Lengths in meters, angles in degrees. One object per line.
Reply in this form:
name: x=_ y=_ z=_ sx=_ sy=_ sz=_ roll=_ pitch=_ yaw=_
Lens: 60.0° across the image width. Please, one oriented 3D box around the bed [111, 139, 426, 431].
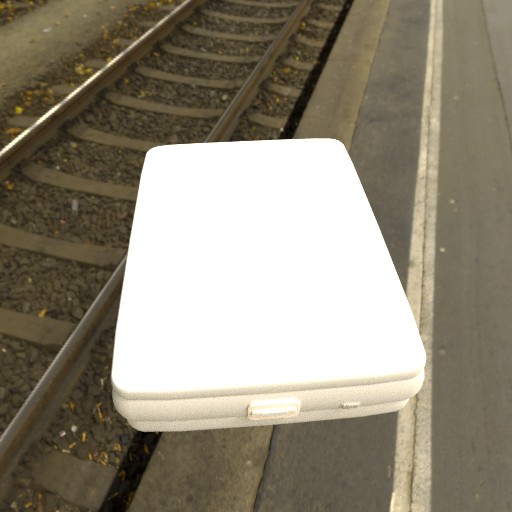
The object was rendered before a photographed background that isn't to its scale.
bed: x=0.000 y=0.000 z=2.737 sx=1.520 sy=0.460 sz=2.036 roll=-3 pitch=46 yaw=-3
